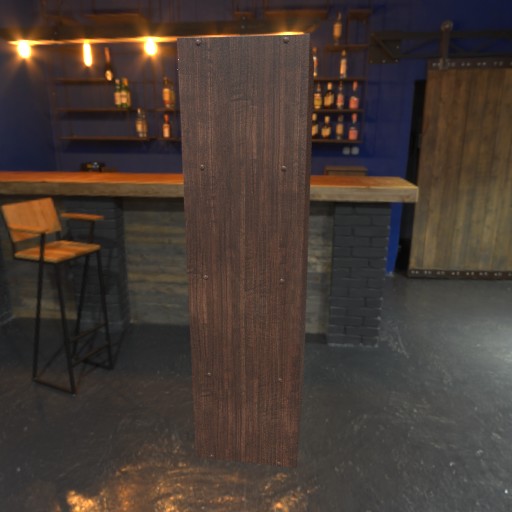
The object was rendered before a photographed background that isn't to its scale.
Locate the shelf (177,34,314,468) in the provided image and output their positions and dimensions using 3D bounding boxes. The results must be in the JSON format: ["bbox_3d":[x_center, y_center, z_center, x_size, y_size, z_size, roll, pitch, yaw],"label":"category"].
[{"bbox_3d":[0.000,0.000,1.297,0.290,1.099,0.415,2,16,8],"label":"shelf"}]
